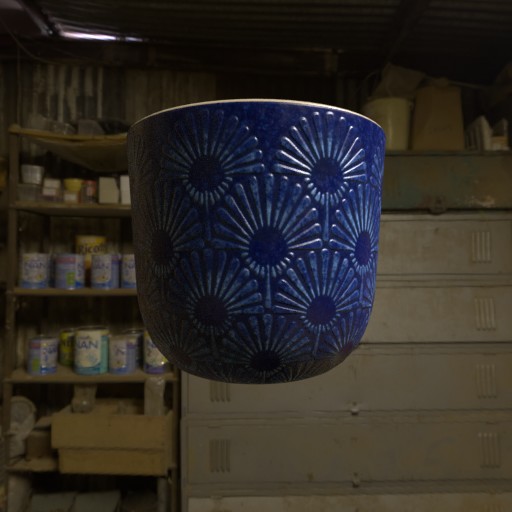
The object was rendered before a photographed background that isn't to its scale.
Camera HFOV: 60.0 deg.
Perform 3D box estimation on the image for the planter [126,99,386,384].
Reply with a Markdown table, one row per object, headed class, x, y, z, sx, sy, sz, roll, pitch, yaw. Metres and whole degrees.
| class | x | y | z | sx | sy | sz | roll | pitch | yaw |
| --- | --- | --- | --- | --- | --- | --- | --- | --- | --- |
| planter | 0.000 | 0.000 | 0.301 | 0.170 | 0.153 | 0.170 | 0 | -1 | 0 |
